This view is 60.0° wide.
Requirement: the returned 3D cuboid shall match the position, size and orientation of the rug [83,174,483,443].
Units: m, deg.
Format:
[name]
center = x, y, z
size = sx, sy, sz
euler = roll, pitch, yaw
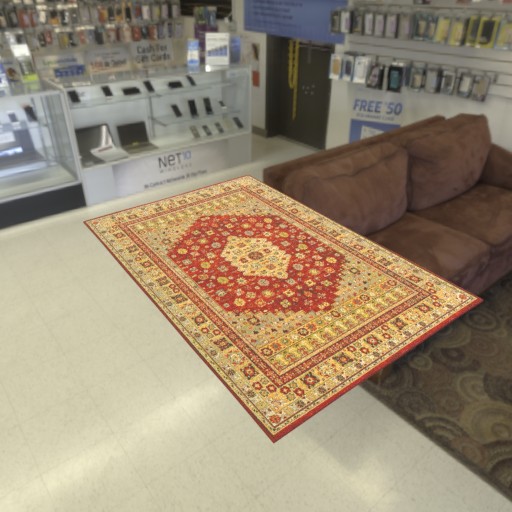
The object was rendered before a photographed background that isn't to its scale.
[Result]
[rug]
center = 0.000, 0.000, 2.288
size = 1.194, 0.013, 1.802
euler = -22, 39, -30
